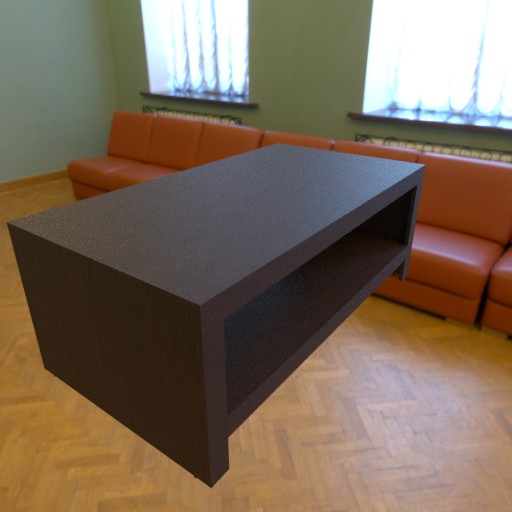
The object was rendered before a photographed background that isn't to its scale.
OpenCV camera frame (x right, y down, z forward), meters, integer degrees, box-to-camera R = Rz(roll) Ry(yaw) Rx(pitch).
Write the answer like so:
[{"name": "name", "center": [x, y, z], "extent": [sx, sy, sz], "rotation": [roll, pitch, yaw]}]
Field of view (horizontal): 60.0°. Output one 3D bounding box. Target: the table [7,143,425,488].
[{"name": "table", "center": [0.000, 0.000, 1.336], "extent": [0.597, 0.424, 1.099], "rotation": [18, 31, 32]}]
